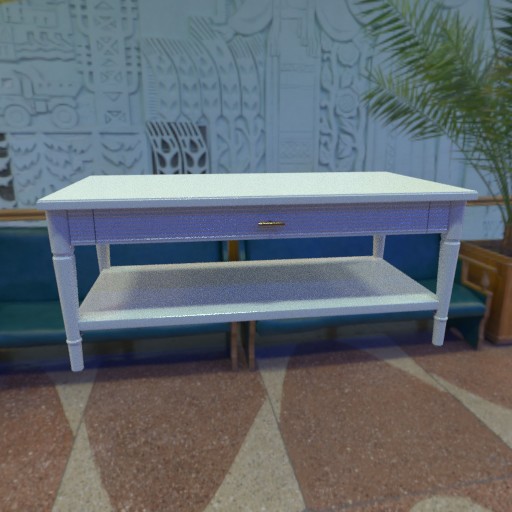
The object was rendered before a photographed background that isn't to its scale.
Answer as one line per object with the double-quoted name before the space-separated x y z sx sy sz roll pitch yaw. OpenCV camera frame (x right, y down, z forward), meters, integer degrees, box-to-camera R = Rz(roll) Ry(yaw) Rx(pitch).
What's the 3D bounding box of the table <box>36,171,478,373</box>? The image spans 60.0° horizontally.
"table" 0.000 0.000 1.385 1.067 0.457 0.559 -2 16 -8
